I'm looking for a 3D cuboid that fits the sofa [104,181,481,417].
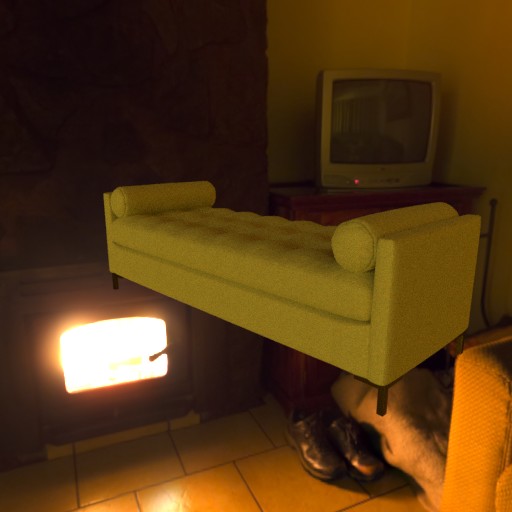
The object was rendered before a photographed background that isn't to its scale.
[{"bbox_3d":[0.000,0.000,2.484,0.796,0.705,2.102,-13,19,-43],"label":"sofa"}]
